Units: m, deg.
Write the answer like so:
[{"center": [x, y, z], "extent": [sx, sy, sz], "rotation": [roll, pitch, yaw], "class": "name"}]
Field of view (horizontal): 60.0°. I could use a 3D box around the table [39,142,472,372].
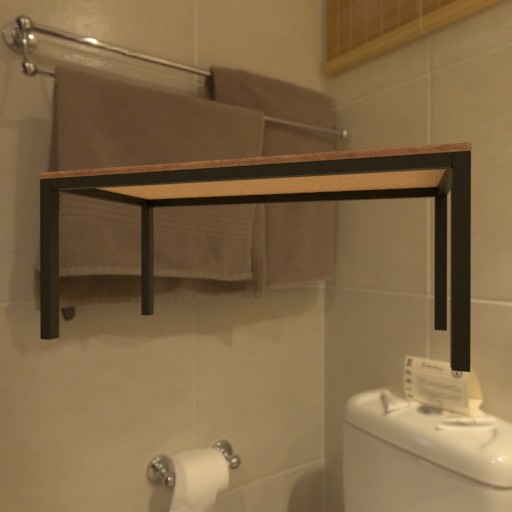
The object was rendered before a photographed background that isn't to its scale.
[{"center": [0.000, 0.000, 2.182], "extent": [1.805, 0.767, 0.893], "rotation": [0, 0, 18], "class": "table"}]
